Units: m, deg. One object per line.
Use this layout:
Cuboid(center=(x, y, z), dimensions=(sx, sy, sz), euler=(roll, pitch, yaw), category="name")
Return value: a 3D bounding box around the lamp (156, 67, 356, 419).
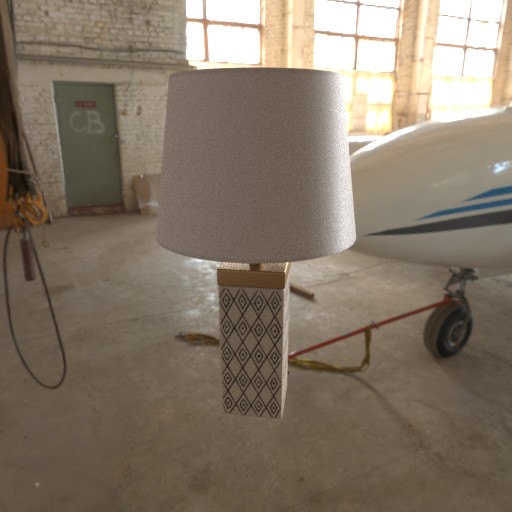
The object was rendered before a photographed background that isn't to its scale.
Cuboid(center=(0.000, 0.000, 0.578), dimensions=(0.251, 0.435, 0.251), euler=(0, 17, 0), category="lamp")
